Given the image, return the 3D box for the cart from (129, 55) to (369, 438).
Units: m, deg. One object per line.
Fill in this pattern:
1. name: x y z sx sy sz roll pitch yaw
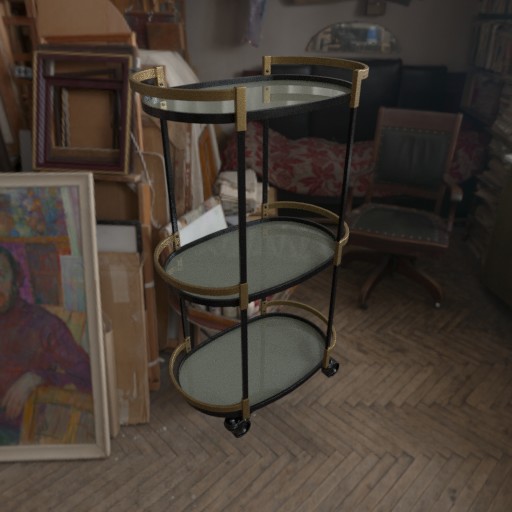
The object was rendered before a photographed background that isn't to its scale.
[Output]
1. cart: 0.000 0.000 1.124 0.515 0.885 0.311 -22 37 -32
